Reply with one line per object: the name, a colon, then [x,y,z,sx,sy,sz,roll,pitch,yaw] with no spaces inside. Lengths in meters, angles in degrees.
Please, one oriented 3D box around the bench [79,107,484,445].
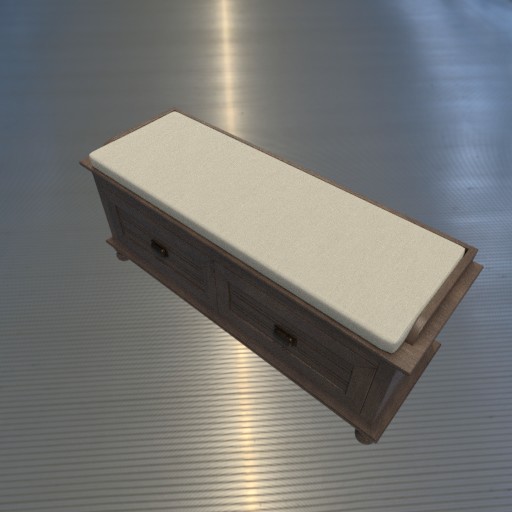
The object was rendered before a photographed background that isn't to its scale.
bench: [0.000,0.000,1.435,1.185,0.501,0.402,32,54,27]
